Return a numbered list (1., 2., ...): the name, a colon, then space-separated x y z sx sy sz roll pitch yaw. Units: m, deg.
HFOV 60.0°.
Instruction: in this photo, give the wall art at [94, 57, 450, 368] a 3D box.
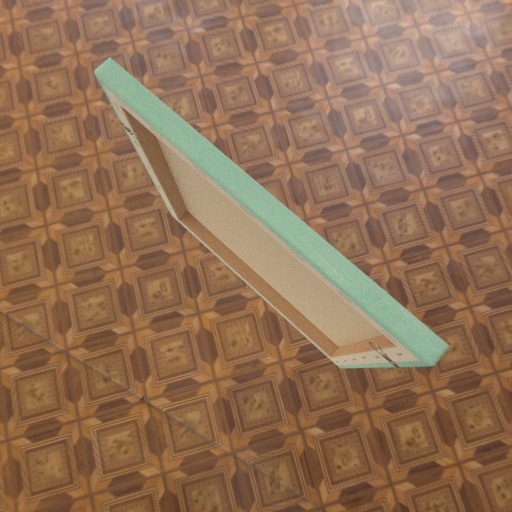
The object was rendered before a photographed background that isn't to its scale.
1. wall art: 0.000 0.000 1.551 1.071 1.073 0.070 41 79 10
